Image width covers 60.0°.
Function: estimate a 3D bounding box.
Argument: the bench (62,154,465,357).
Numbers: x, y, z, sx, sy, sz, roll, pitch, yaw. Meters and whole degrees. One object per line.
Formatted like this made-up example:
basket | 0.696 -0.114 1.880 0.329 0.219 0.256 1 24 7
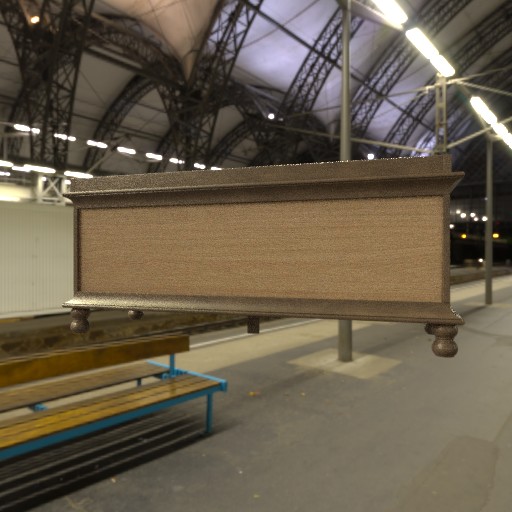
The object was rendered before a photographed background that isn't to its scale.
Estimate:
bench | 0.000 0.000 1.439 1.185 0.501 0.402 0 0 18
